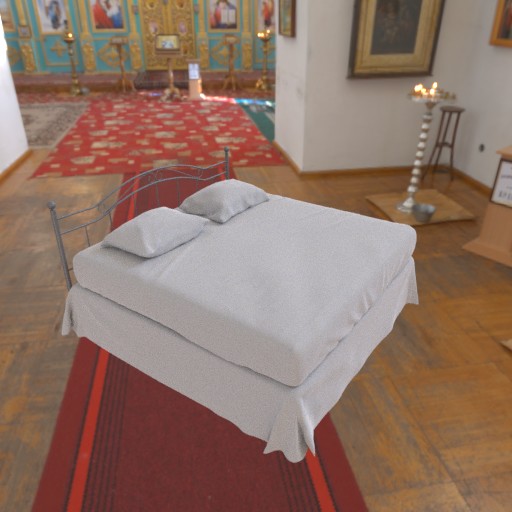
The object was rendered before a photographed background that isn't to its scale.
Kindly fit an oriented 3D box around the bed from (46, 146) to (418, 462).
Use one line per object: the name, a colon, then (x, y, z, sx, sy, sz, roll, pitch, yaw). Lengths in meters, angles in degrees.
bed: (0.000, 0.000, 3.543, 2.220, 1.080, 2.309, 18, 32, 31)
